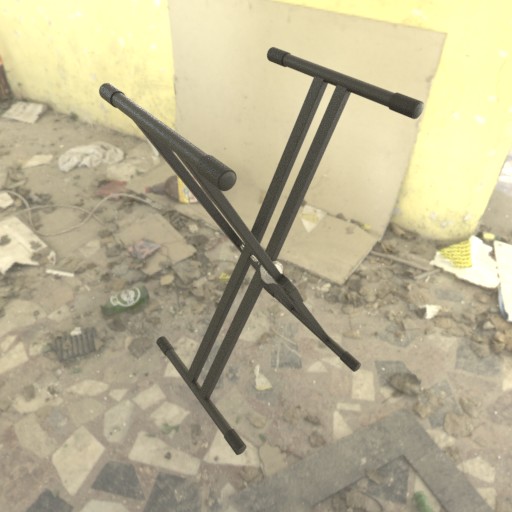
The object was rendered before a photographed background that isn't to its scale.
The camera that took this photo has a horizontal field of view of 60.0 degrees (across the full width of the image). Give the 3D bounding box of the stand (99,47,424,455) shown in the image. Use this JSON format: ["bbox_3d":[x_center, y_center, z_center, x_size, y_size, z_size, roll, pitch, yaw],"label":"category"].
[{"bbox_3d":[0.000,0.000,1.219,0.503,0.900,0.495,-26,46,-27],"label":"stand"}]
